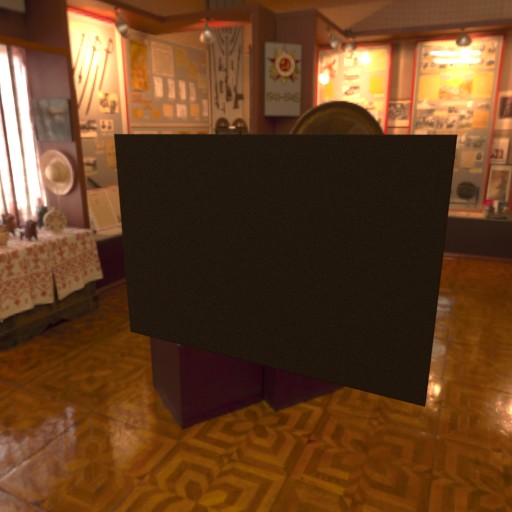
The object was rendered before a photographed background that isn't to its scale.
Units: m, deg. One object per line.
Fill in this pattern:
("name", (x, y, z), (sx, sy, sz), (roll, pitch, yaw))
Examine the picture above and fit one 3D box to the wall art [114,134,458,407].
("wall art", (0.000, 0.000, 1.238), (0.958, 0.656, 0.026), (8, 17, 26))
